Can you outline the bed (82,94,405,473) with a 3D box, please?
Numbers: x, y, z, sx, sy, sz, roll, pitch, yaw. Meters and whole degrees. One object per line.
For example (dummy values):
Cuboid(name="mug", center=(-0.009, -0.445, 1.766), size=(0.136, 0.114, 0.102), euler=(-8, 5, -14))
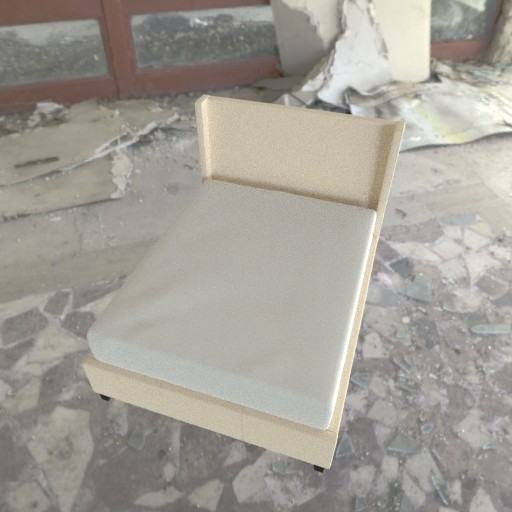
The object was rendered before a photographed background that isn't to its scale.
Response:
Cuboid(name="bed", center=(0.000, 0.000, 3.438), size=(1.765, 1.471, 2.280), euler=(13, 43, 14))
